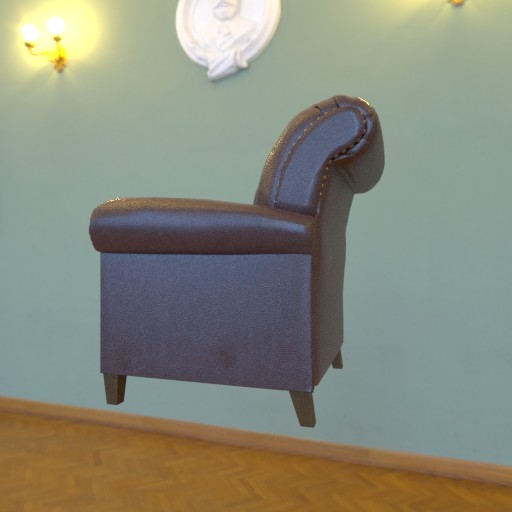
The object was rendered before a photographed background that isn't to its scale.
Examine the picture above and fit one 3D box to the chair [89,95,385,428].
[{"bbox_3d":[0.000,0.000,1.607,0.890,0.927,0.854,0,0,18],"label":"chair"}]
